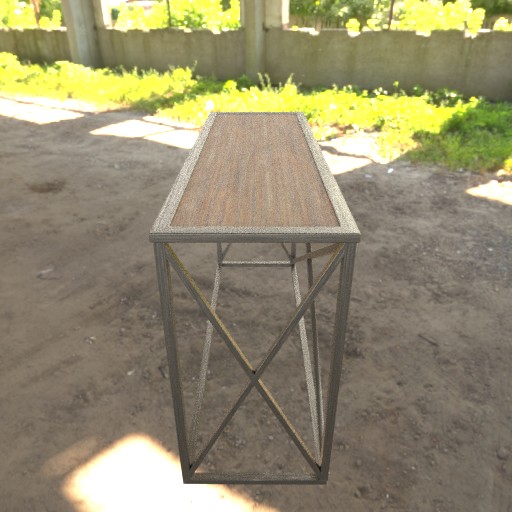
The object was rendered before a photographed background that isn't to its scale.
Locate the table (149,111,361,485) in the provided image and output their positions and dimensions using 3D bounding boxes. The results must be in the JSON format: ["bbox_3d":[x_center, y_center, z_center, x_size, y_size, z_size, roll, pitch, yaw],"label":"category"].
[{"bbox_3d":[0.000,0.000,1.549,0.402,0.753,1.216,0,28,0],"label":"table"}]
